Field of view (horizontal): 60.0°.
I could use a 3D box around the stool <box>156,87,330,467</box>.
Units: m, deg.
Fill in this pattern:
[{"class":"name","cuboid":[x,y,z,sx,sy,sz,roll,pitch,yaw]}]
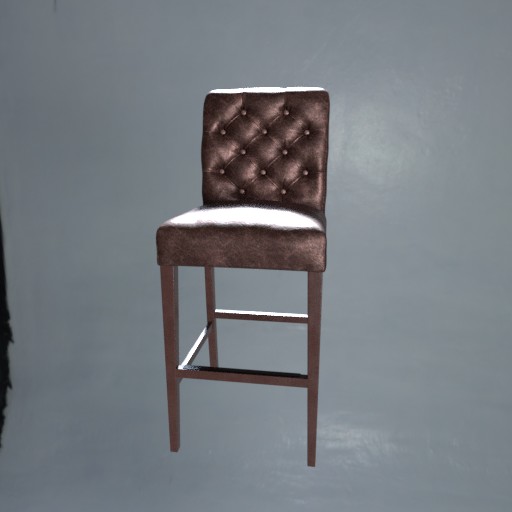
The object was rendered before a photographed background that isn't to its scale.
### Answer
[{"class":"stool","cuboid":[0.000,0.000,1.554,0.483,1.168,0.659,2,15,8]}]
